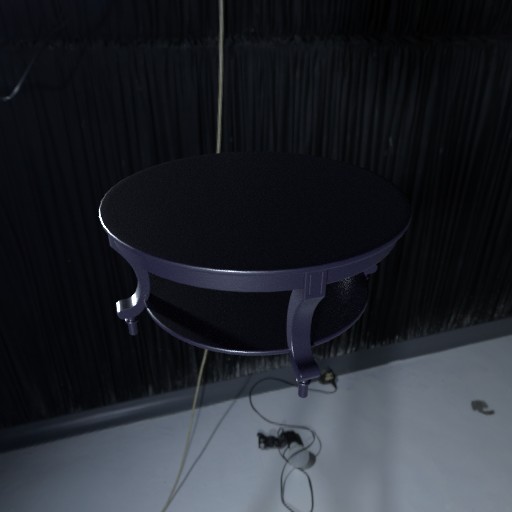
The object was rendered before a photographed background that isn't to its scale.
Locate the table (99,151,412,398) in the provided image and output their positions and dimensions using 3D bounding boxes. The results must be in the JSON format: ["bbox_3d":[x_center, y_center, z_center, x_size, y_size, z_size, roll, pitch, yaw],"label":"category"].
[{"bbox_3d":[0.000,0.000,1.637,1.029,0.491,1.029,0,29,0],"label":"table"}]
